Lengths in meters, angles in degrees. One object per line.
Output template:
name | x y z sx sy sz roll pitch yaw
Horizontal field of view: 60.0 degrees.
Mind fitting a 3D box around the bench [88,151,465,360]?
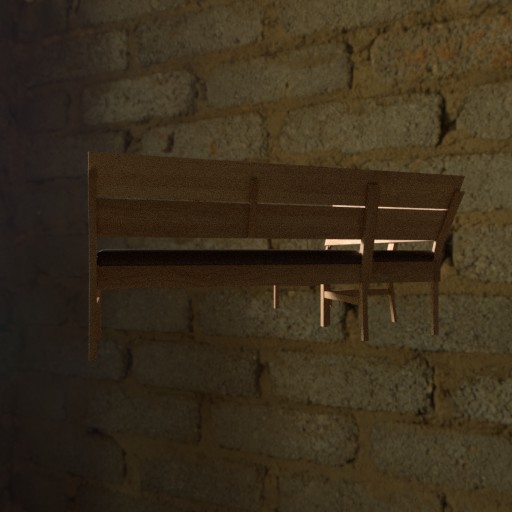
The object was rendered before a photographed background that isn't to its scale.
bench | 0.000 0.000 2.880 1.975 0.890 1.549 0 0 -18
